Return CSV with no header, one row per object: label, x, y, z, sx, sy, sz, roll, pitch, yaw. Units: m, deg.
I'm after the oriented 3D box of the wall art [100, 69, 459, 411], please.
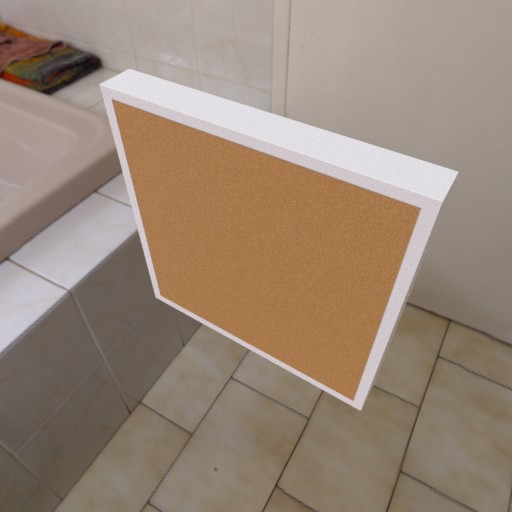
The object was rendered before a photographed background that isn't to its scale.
wall art,0.000,0.000,0.458,0.305,0.305,0.038,25,51,22
